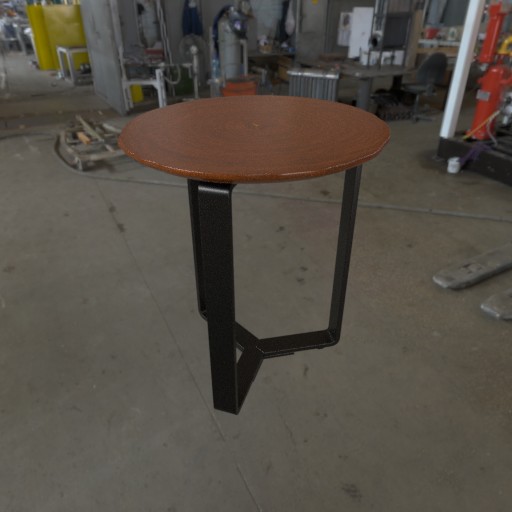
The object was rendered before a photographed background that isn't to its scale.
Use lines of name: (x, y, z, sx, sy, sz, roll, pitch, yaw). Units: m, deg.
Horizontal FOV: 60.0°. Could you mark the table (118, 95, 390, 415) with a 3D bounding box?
table: (0.000, 0.000, 0.764, 0.380, 0.450, 0.410, 10, 33, 15)
